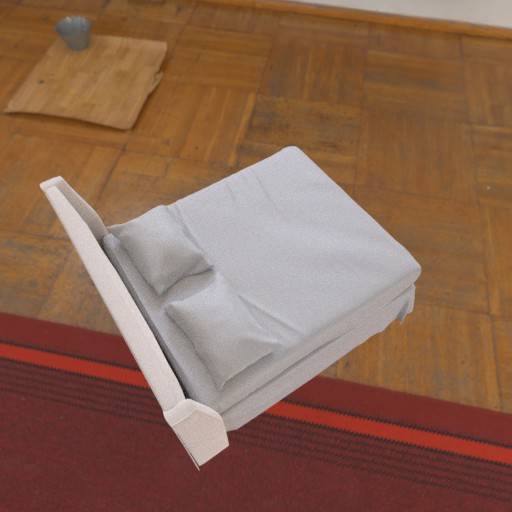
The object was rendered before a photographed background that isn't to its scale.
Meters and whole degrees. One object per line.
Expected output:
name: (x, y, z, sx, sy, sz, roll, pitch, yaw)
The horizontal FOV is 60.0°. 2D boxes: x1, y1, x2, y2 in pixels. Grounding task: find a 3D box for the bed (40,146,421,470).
bed: (0.000, 0.000, 3.429, 2.276, 1.332, 1.925, -29, 61, -18)
